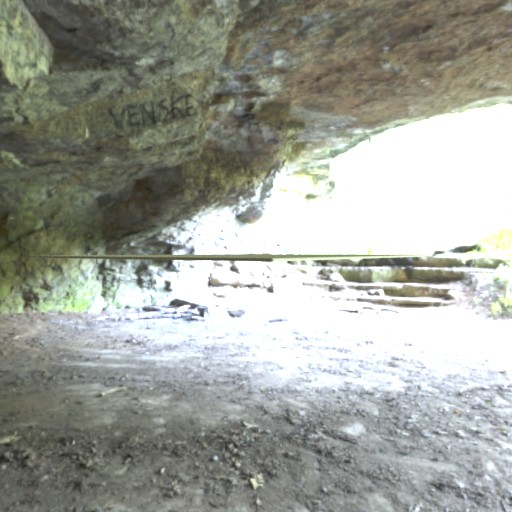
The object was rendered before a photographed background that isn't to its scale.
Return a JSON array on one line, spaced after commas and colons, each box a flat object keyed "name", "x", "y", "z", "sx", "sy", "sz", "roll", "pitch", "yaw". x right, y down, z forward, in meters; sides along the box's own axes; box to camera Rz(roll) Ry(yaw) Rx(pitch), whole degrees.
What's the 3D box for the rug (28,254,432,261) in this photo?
[{"name": "rug", "x": 0.000, "y": 0.000, "z": 4.148, "sx": 2.407, "sy": 0.020, "sz": 3.051, "roll": 0, "pitch": 1, "yaw": 36}]
